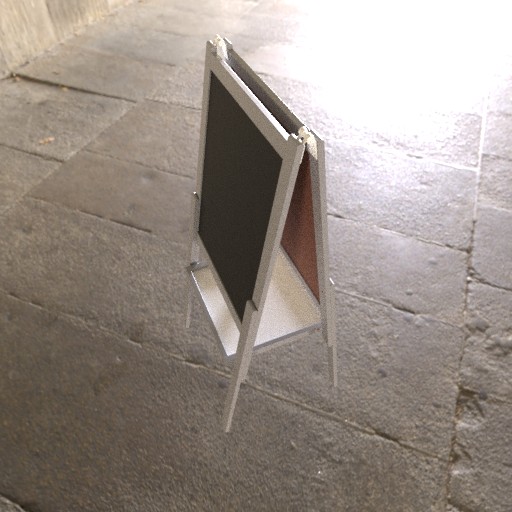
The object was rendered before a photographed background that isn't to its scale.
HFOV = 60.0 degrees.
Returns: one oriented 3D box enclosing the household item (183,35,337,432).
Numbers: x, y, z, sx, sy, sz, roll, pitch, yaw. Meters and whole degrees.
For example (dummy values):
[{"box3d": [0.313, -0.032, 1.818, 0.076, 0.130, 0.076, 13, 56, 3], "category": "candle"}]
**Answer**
[{"box3d": [0.000, 0.000, 1.420, 0.469, 1.172, 0.531, -17, 49, -15], "category": "household item"}]
